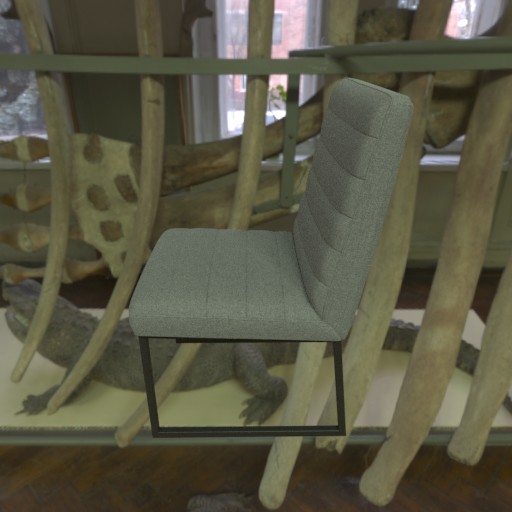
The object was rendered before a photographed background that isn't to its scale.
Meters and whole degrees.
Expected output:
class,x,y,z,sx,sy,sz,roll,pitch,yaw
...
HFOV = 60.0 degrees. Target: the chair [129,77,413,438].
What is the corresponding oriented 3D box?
class,x,y,z,sx,sy,sz,roll,pitch,yaw
chair,0.000,0.000,1.277,0.634,0.930,0.520,0,26,-1
